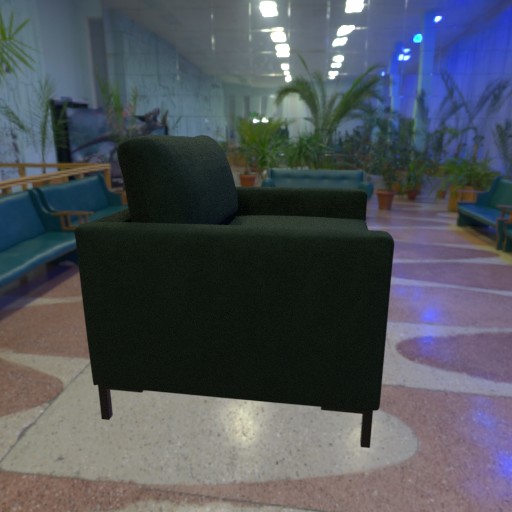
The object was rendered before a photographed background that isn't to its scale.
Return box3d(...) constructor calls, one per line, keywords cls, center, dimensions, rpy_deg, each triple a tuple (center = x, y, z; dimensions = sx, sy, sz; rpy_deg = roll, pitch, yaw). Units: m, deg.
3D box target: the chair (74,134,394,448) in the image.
box3d(cls="chair", center=(0.000, 0.000, 1.626), dimensions=(0.866, 0.861, 0.963), rpy_deg=(3, 16, 9))
